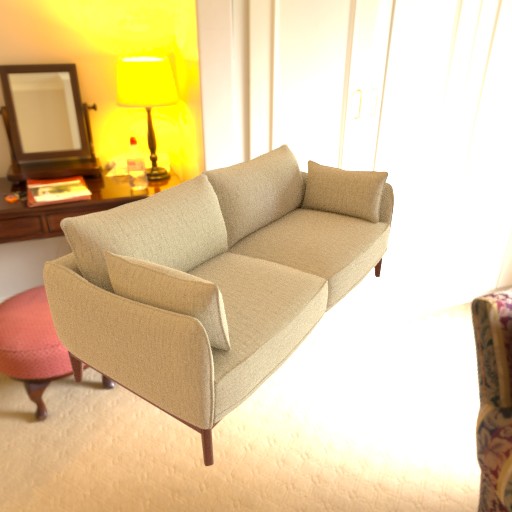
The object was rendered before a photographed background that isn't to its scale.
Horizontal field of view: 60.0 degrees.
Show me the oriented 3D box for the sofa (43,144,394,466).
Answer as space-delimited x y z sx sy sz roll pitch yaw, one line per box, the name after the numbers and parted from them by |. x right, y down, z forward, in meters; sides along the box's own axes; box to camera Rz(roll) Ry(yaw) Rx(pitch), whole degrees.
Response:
0.000 0.000 2.493 0.991 0.860 1.989 17 31 30 | sofa
